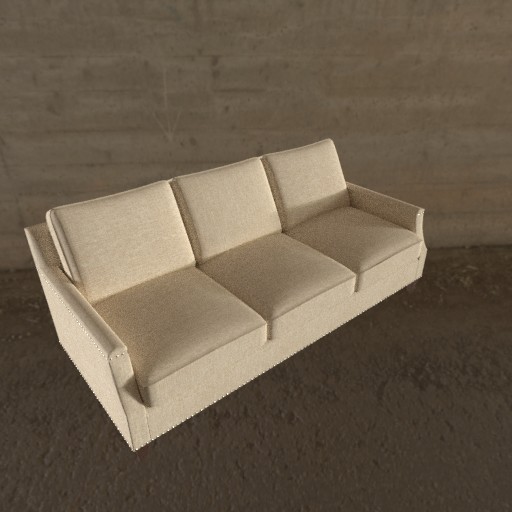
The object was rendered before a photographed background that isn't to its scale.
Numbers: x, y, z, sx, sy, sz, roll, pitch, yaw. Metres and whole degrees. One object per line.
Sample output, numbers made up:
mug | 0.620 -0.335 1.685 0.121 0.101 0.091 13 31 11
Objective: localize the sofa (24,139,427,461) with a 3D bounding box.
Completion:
sofa | 0.000 0.000 2.681 2.210 0.940 1.041 -22 37 -34
